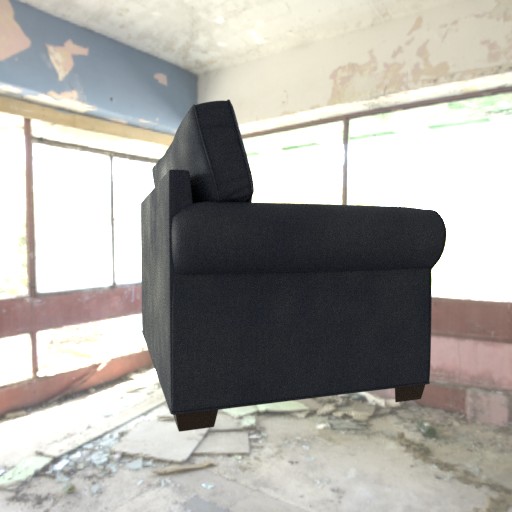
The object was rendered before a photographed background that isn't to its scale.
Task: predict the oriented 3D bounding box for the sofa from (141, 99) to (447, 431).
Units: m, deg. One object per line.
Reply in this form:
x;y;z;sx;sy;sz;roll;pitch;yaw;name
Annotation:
0.000;0.000;2.017;0.938;1.004;1.405;-1;2;-18;sofa
